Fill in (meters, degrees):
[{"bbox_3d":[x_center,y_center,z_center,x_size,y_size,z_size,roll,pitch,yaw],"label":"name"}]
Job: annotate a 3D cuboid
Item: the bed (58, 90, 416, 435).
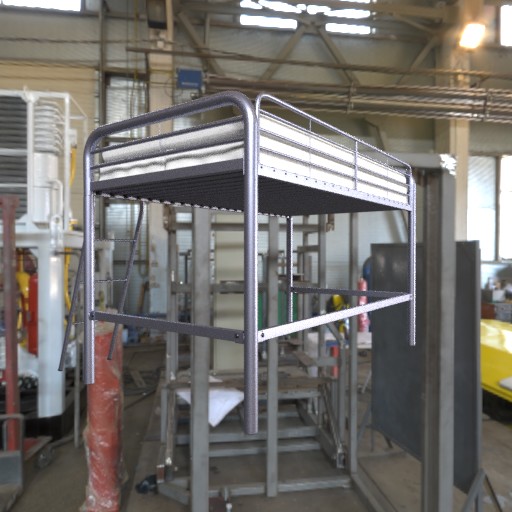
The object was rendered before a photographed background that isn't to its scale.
[{"bbox_3d":[0.000,0.000,2.816,1.415,1.288,1.965,0,1,36],"label":"bed"}]
